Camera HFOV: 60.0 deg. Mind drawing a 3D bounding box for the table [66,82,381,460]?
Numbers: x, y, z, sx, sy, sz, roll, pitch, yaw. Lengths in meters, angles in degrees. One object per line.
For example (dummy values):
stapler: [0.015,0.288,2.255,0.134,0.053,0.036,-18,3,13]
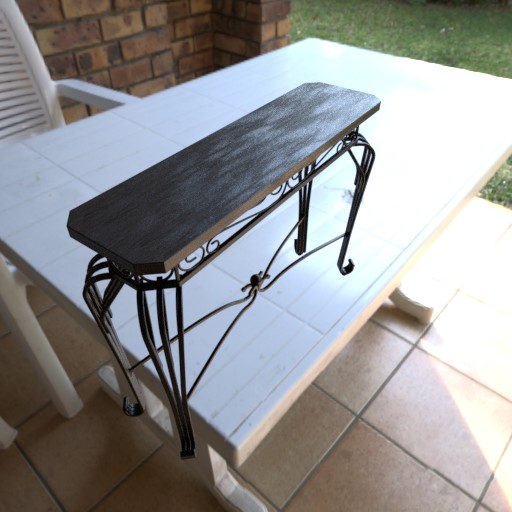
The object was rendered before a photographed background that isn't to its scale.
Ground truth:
table: [0.000,0.000,1.478,0.329,0.800,1.112,25,47,27]
